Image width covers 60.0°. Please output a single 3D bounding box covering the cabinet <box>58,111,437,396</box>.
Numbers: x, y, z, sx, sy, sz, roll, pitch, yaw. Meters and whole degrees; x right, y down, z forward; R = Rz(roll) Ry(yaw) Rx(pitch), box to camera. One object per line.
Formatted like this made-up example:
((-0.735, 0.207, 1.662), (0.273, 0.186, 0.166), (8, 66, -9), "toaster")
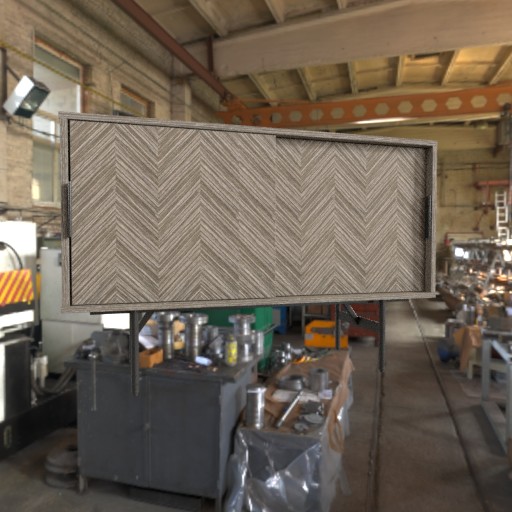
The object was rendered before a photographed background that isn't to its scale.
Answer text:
((0.000, 0.000, 1.518), (1.194, 0.787, 0.405), (-1, 2, -17), "cabinet")
